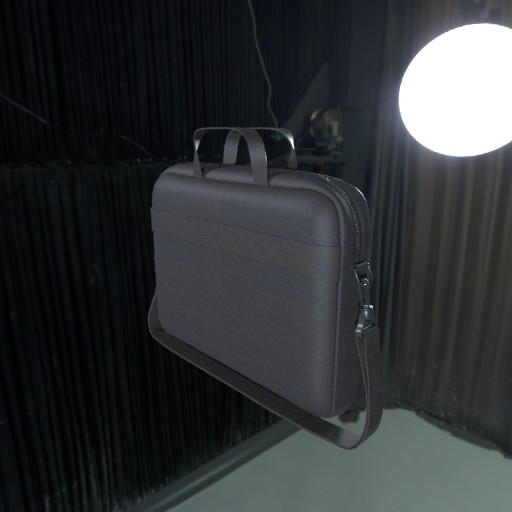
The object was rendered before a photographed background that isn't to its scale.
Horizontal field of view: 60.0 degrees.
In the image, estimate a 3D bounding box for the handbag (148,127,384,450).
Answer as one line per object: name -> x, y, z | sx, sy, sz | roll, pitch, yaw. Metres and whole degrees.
handbag -> 0.000, 0.000, 0.593 | 0.126, 0.330, 0.429 | -15, 21, -42
